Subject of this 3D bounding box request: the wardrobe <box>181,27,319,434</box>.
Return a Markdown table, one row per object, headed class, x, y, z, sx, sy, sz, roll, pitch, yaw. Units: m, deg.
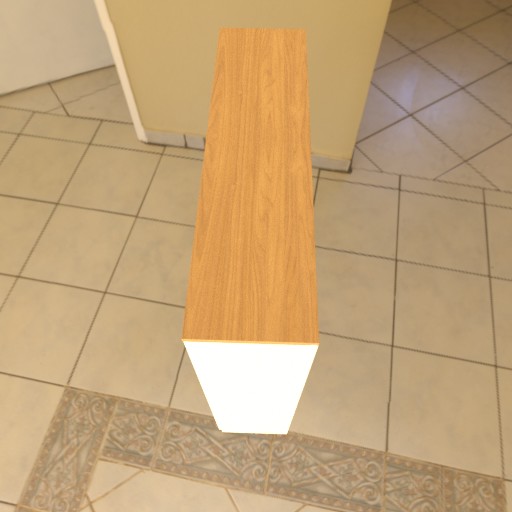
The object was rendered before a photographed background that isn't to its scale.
| class | x | y | z | sx | sy | sz | roll | pitch | yaw |
| --- | --- | --- | --- | --- | --- | --- | --- | --- | --- |
| wardrobe | 0.000 | 0.000 | 3.350 | 0.590 | 2.260 | 2.160 | 2 | 59 | 1 |
